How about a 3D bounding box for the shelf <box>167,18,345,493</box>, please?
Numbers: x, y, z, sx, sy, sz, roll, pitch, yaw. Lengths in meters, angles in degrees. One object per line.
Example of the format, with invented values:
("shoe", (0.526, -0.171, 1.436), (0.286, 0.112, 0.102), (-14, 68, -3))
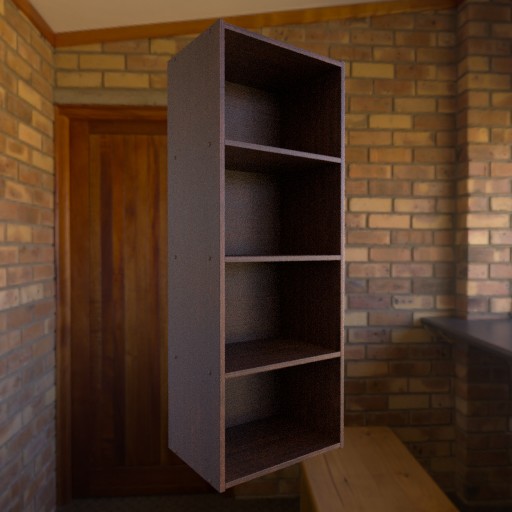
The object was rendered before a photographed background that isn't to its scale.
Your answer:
("shelf", (0.000, 0.000, 1.262), (0.415, 1.099, 0.290), (-1, 1, -35))
